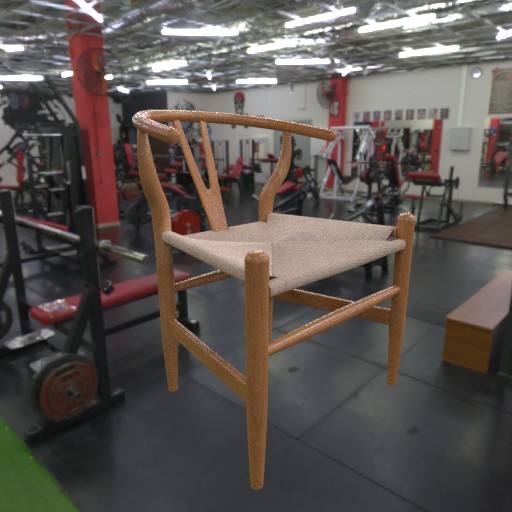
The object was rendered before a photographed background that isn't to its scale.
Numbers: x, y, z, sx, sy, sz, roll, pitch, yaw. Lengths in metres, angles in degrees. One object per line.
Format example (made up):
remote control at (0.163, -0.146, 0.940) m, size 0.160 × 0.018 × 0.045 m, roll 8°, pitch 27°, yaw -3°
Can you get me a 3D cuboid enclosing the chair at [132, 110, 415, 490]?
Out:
chair at (0.000, 0.000, 1.137) m, size 0.569 × 0.730 × 0.579 m, roll -15°, pitch 21°, yaw -43°
